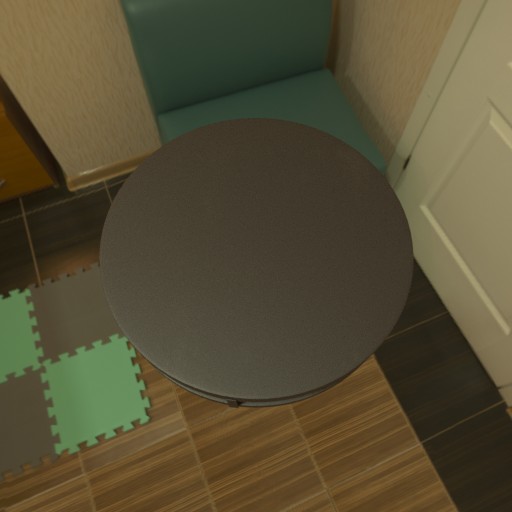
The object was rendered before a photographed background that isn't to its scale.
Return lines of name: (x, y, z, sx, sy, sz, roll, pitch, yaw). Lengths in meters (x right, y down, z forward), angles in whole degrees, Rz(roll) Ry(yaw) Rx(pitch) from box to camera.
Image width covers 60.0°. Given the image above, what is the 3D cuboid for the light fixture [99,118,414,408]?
light fixture: (0.000, 0.000, 0.550, 0.356, 0.102, 0.356, 0, 65, 0)
